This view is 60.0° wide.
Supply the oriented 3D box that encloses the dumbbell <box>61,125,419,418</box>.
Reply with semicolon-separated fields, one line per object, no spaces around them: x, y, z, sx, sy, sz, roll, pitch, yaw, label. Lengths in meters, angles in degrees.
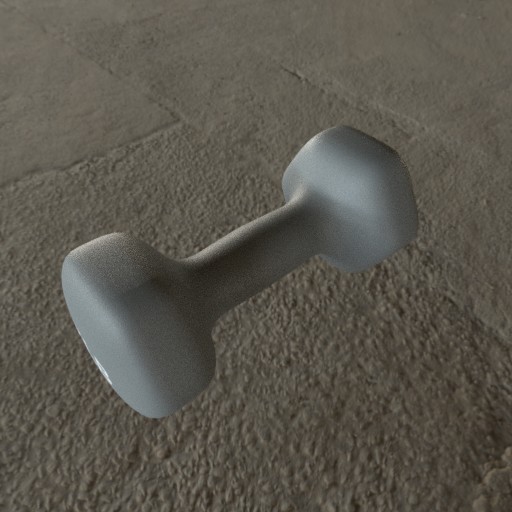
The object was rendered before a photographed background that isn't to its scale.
0.000;0.000;0.232;0.184;0.081;0.090;-30;53;-26;dumbbell
